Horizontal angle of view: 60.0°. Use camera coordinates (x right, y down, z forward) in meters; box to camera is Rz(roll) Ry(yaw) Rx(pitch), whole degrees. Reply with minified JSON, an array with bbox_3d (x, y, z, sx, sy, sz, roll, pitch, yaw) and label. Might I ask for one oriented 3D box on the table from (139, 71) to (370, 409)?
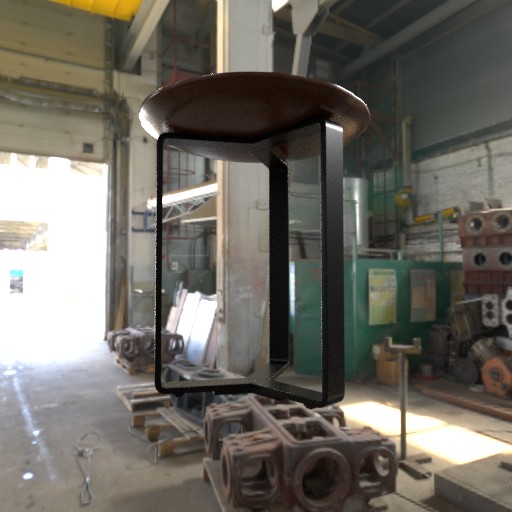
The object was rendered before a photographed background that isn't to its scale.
[{"bbox_3d":[0.000,0.000,0.754,0.380,0.450,0.410,-1,-2,17],"label":"table"}]
